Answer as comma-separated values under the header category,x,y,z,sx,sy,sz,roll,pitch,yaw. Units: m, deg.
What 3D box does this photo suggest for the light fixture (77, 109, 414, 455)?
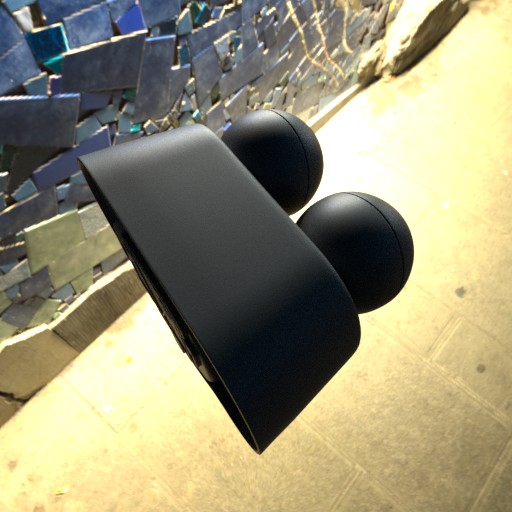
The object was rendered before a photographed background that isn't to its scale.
category,x,y,z,sx,sy,sz,roll,pitch,yaw
light fixture,0.000,0.000,0.328,0.159,0.159,0.229,-31,64,-17
